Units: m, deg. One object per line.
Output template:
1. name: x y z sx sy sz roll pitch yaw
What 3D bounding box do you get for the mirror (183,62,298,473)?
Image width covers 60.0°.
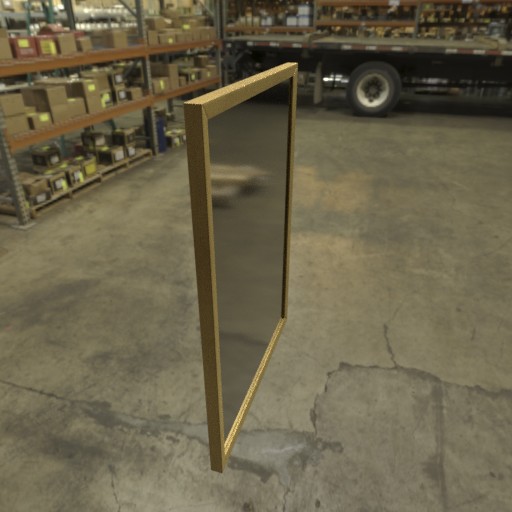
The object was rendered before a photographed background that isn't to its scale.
1. mirror: 0.000 0.000 1.348 0.040 1.016 0.762 9 30 15
